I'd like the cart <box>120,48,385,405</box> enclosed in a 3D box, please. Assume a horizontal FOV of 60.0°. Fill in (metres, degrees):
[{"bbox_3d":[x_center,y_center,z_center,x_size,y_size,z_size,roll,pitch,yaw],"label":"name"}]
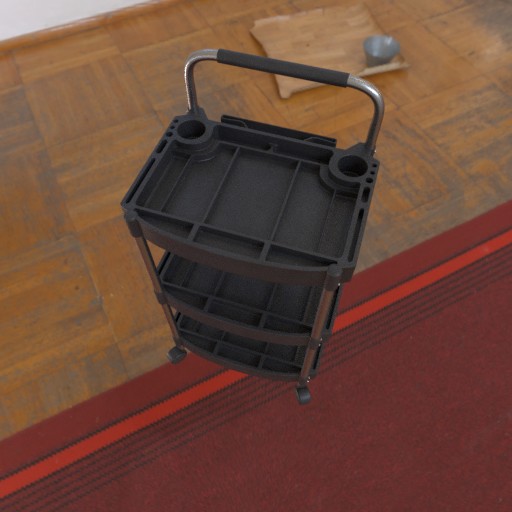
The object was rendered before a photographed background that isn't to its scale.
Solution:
[{"bbox_3d":[0.000,0.000,1.374,0.584,1.075,0.518,15,58,10],"label":"cart"}]
